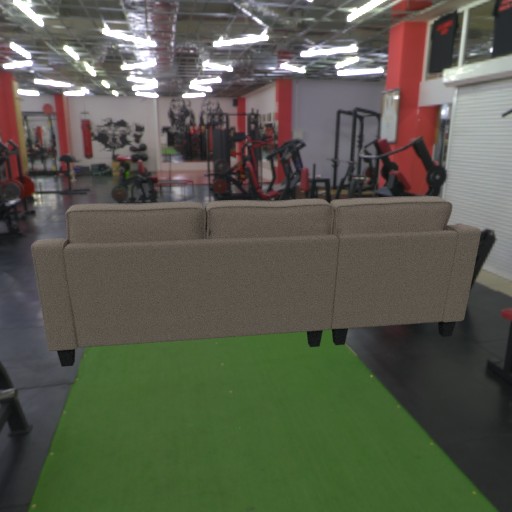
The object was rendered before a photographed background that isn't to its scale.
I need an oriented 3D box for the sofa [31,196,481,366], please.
[{"bbox_3d":[0.000,0.000,3.155,2.561,0.928,1.294,-2,15,-9],"label":"sofa"}]
